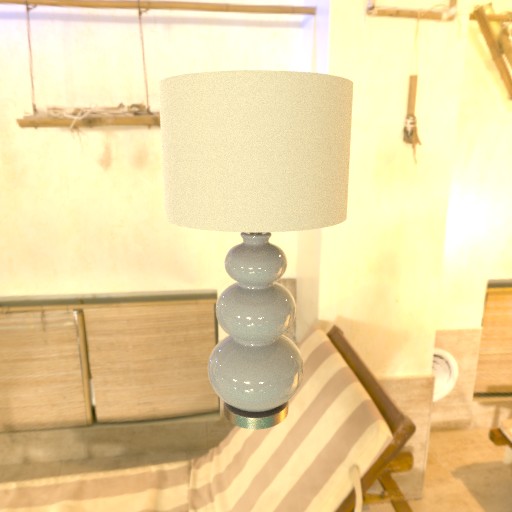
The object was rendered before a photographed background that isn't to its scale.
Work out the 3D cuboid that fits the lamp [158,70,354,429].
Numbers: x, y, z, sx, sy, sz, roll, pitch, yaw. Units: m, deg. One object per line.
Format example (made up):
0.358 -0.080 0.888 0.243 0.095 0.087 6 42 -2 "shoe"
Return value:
0.000 0.000 0.935 0.367 0.730 0.367 -2 14 -8 "lamp"
